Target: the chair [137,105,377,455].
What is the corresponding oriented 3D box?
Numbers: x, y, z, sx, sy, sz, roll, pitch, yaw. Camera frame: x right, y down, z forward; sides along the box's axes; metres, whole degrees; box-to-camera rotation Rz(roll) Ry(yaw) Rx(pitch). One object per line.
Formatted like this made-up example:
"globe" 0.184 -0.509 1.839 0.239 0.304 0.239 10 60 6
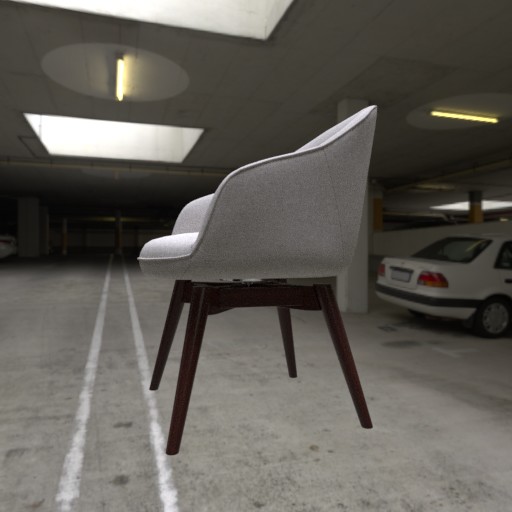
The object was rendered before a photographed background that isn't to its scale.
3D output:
"chair" 0.000 0.000 1.227 0.635 0.823 0.596 0 0 -18
